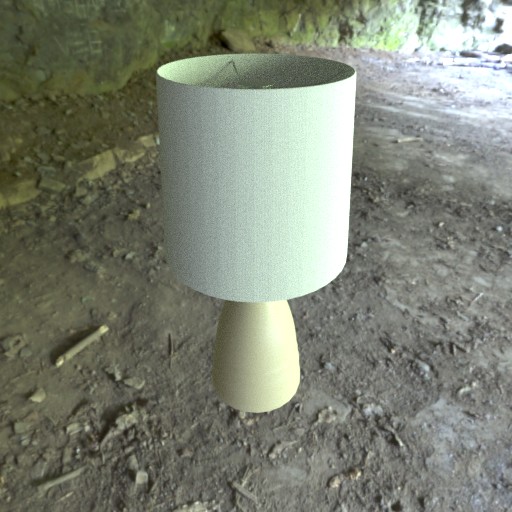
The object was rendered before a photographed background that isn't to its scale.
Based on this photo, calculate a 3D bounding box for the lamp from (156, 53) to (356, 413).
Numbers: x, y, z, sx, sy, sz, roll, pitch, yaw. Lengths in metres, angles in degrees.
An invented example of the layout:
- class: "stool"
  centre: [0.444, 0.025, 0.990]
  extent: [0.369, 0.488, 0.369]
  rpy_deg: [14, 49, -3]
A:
- class: "lamp"
  centre: [0.000, 0.000, 0.467]
  extent: [0.186, 0.369, 0.186]
  rpy_deg: [0, 32, 0]
